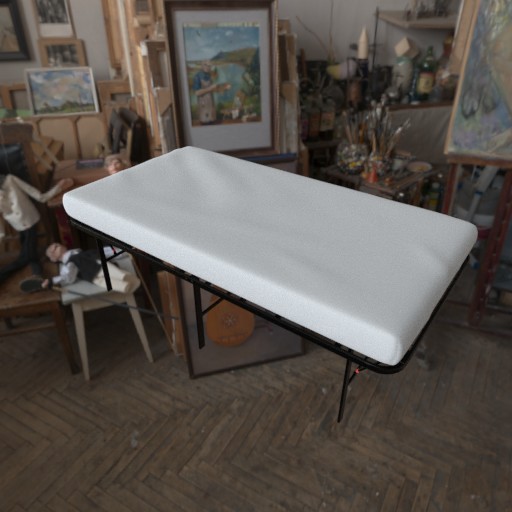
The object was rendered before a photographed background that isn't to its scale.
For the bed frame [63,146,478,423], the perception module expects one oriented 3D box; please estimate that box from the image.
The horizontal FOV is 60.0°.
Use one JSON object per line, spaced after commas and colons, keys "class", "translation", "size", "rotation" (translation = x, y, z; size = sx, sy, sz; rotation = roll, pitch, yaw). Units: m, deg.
{"class": "bed frame", "translation": [0.000, 0.000, 2.357], "size": [1.903, 0.619, 0.989], "rotation": [22, 39, 30]}
